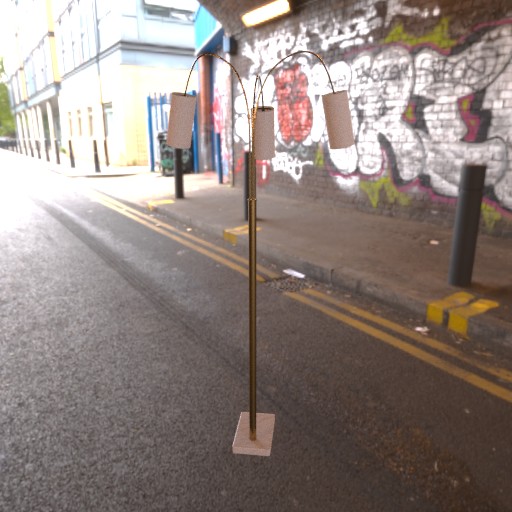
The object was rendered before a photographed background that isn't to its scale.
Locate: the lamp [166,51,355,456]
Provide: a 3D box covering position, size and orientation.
[{"bbox_3d":[0.000,0.000,2.452,1.020,2.055,0.667,2,15,7],"label":"lamp"}]
